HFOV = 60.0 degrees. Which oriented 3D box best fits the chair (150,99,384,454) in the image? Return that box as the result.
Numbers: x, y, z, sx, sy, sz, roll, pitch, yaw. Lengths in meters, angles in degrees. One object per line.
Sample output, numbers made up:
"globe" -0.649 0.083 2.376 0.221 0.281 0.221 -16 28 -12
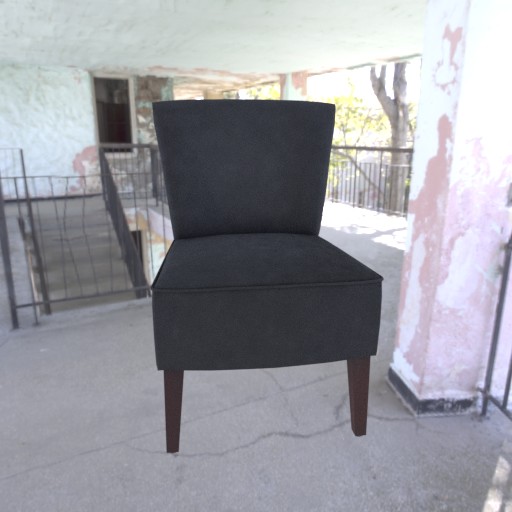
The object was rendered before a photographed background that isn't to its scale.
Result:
"chair" 0.000 0.000 1.158 0.521 0.806 0.554 -2 16 -8
